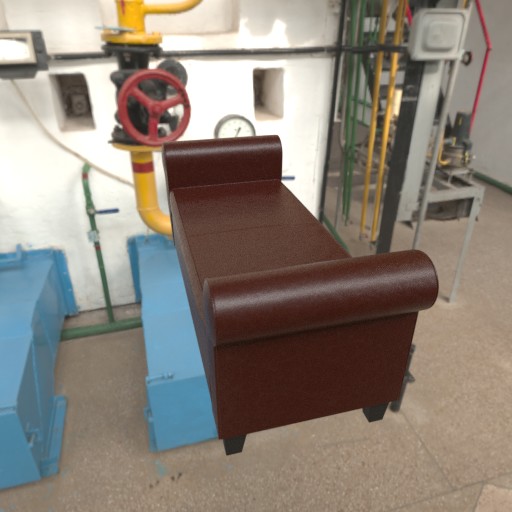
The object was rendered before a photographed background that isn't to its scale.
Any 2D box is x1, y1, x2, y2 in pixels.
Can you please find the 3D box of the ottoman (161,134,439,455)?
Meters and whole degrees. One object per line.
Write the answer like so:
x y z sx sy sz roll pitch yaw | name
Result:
0.000 0.000 1.553 0.521 0.547 1.256 -7 30 -13 | ottoman
